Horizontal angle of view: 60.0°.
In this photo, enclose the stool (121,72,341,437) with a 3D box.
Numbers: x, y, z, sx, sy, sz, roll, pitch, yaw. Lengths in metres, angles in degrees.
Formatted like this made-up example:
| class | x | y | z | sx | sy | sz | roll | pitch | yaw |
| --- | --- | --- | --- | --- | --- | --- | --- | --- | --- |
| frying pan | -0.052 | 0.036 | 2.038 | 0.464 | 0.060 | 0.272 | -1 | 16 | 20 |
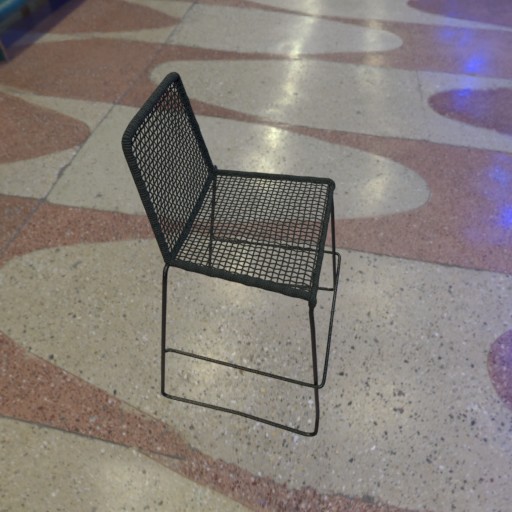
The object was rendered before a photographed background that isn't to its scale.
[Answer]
| class | x | y | z | sx | sy | sz | roll | pitch | yaw |
| --- | --- | --- | --- | --- | --- | --- | --- | --- | --- |
| stool | 0.000 | 0.000 | 1.251 | 0.509 | 0.905 | 0.590 | 9 | 48 | 8 |
